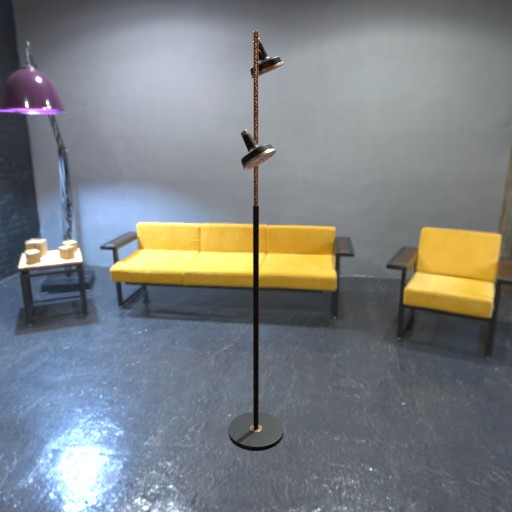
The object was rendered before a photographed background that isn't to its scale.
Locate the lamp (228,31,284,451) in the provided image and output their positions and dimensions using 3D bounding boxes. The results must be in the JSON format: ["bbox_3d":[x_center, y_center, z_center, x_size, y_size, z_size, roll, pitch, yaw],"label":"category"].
[{"bbox_3d":[0.000,0.000,1.813,0.253,1.674,0.351,3,15,11],"label":"lamp"}]
